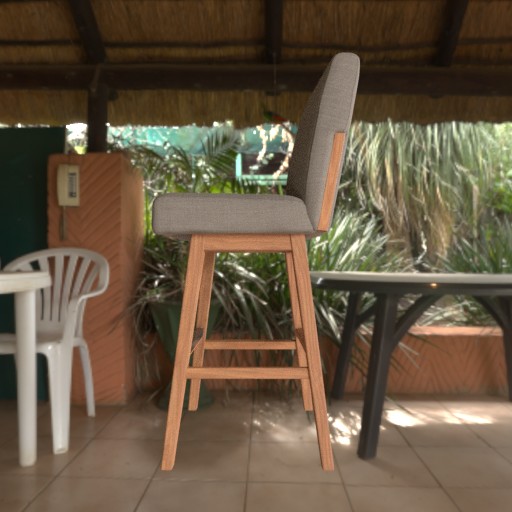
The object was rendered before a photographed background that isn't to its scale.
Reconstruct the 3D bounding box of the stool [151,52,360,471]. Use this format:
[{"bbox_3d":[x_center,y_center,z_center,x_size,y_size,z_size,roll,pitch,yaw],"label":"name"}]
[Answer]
[{"bbox_3d":[0.000,0.000,1.388,0.570,1.112,0.483,0,0,0],"label":"stool"}]
